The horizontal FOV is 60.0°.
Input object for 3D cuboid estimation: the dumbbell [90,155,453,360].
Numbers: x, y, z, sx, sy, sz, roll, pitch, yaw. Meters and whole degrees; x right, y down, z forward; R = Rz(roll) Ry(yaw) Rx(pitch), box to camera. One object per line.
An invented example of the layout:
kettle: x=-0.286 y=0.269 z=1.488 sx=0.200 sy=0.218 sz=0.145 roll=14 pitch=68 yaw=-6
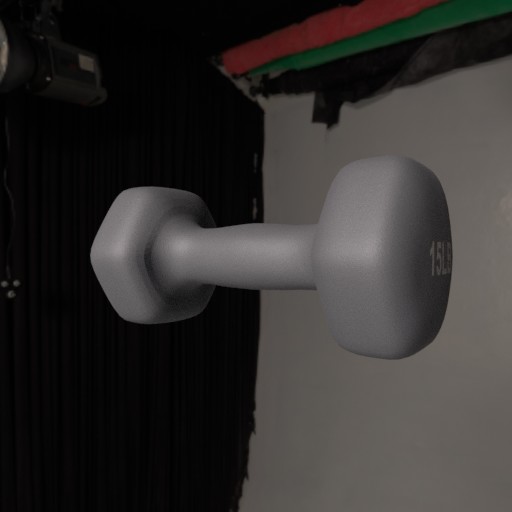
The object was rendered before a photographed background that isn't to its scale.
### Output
dumbbell: x=0.000 y=0.000 z=0.299 sx=0.240 sy=0.105 sz=0.116 roll=1 pitch=1 yaw=37
